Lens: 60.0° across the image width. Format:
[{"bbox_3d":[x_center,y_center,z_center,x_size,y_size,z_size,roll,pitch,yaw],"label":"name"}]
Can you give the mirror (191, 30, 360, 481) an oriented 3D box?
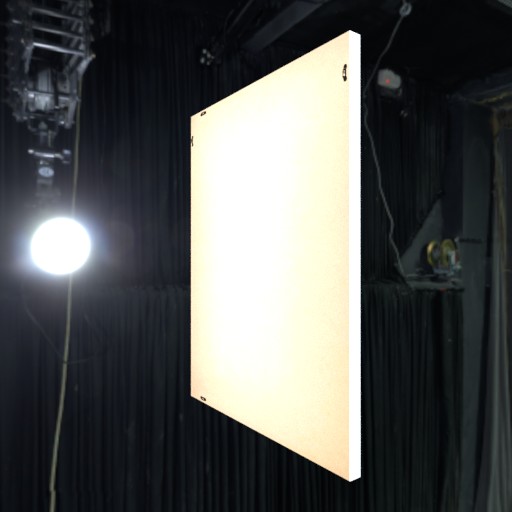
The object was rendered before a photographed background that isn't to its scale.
[{"bbox_3d":[0.000,0.000,1.315,0.040,1.016,0.762,0,0,-36],"label":"mirror"}]
